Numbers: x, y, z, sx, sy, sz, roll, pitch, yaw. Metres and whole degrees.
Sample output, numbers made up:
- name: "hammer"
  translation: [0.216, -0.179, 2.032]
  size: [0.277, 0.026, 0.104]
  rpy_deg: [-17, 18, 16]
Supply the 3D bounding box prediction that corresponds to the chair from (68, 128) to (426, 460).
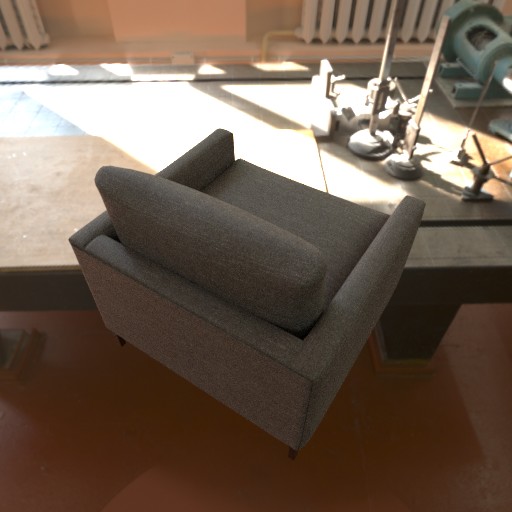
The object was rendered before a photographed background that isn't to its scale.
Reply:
- name: "chair"
  translation: [0.000, 0.000, 1.627]
  size: [0.940, 0.841, 0.845]
  rpy_deg: [26, 51, 22]
